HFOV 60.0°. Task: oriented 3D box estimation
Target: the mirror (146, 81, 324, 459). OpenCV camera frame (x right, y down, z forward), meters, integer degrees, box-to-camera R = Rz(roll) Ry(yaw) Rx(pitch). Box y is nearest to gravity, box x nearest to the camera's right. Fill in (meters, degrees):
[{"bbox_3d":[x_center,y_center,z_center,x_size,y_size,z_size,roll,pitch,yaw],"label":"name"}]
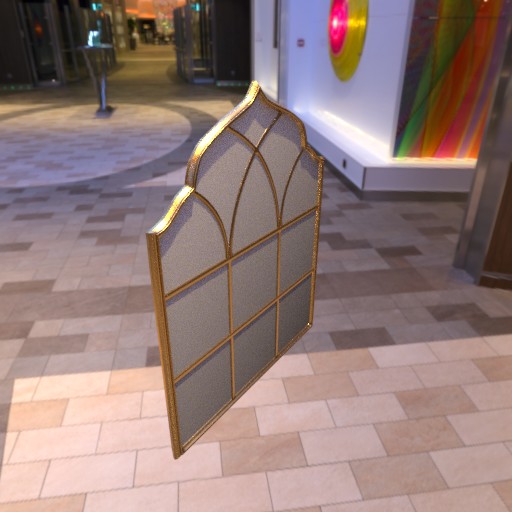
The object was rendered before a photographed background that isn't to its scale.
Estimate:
[{"bbox_3d":[0.000,0.000,0.862,0.018,0.635,0.513,18,32,31],"label":"mirror"}]
